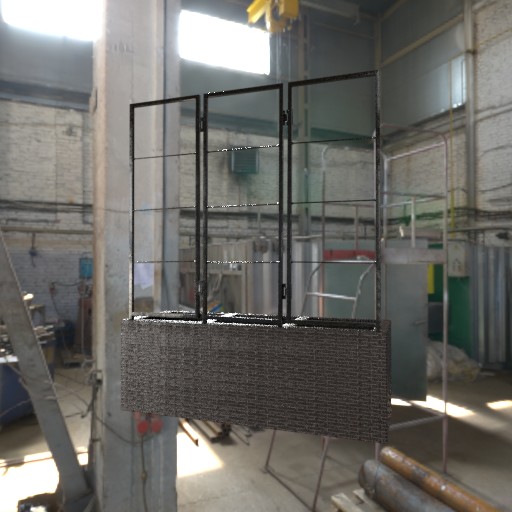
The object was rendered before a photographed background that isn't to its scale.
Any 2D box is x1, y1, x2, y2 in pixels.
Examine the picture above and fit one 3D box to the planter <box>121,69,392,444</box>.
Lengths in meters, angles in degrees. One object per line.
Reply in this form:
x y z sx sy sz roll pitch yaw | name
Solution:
0.000 0.000 1.212 0.699 0.841 0.244 0 -1 19 | planter
